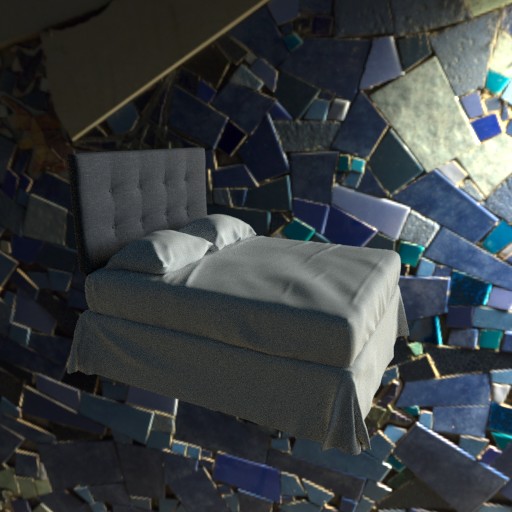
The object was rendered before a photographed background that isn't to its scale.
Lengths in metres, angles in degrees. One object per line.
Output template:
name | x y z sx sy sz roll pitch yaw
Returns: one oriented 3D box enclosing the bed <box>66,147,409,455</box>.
bed | 0.000 0.000 3.440 2.222 1.577 1.936 7 17 25
